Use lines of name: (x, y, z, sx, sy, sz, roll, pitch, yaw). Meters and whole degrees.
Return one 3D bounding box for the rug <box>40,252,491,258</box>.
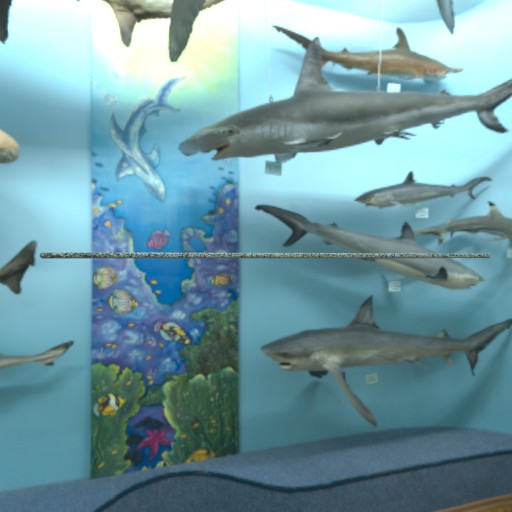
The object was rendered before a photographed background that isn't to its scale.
rug: (0.000, 0.000, 3.383, 2.743, 0.030, 1.778, 0, 0, -17)
